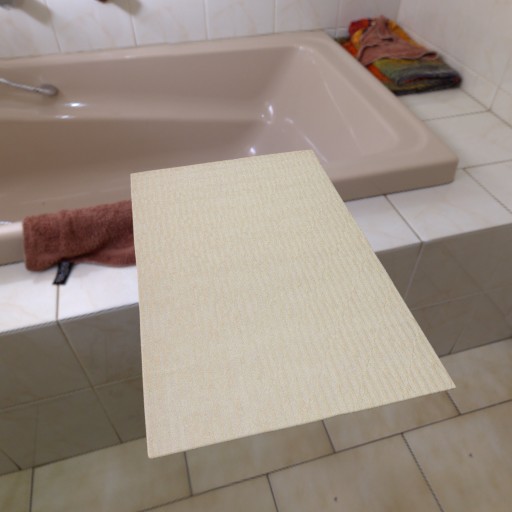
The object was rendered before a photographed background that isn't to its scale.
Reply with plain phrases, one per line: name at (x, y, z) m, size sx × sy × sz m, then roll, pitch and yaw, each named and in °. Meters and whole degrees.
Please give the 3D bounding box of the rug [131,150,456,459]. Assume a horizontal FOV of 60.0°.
rug at (0.000, 0.000, 2.327) m, size 1.238 × 0.014 × 1.848 m, roll -10°, pitch 46°, yaw -9°
